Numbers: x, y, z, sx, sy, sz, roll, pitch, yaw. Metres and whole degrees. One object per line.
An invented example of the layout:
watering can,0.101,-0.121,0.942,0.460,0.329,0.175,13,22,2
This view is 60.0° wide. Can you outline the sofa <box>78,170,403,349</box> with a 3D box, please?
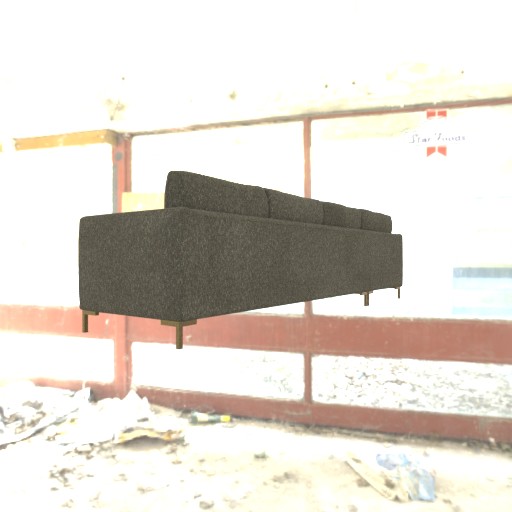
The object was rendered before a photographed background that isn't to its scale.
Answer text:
sofa,0.000,0.000,3.437,1.350,0.810,2.932,0,0,37
